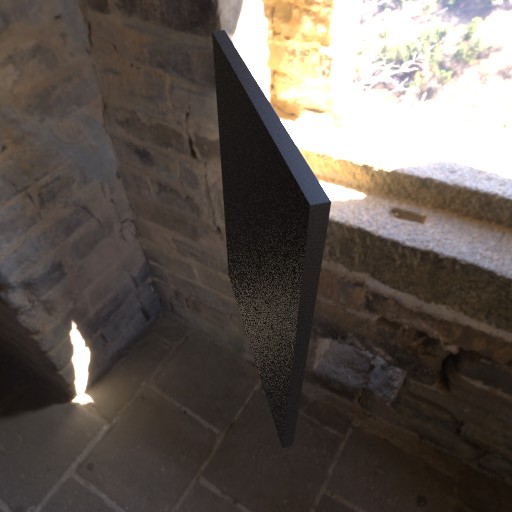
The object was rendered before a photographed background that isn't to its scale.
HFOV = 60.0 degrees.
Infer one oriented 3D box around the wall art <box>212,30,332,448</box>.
[{"bbox_3d":[0.000,0.000,1.388,0.038,1.062,0.806,-11,47,-11],"label":"wall art"}]
